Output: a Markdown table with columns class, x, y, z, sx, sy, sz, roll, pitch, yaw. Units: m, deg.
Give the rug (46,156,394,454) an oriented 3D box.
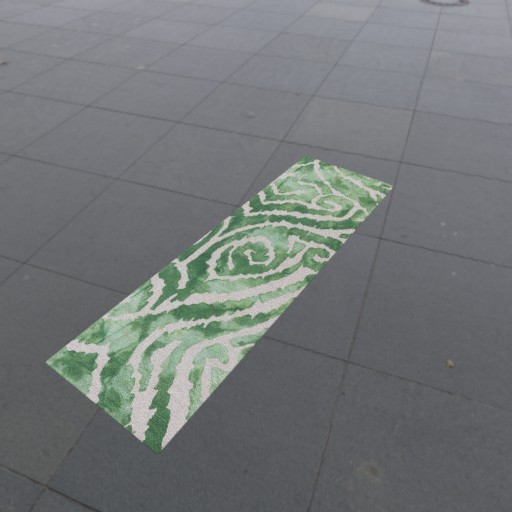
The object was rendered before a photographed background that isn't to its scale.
| class | x | y | z | sx | sy | sz | roll | pitch | yaw |
| --- | --- | --- | --- | --- | --- | --- | --- | --- | --- |
| rug | 0.000 | 0.000 | 2.714 | 0.761 | 0.006 | 2.438 | 26 | 48 | 26 |
